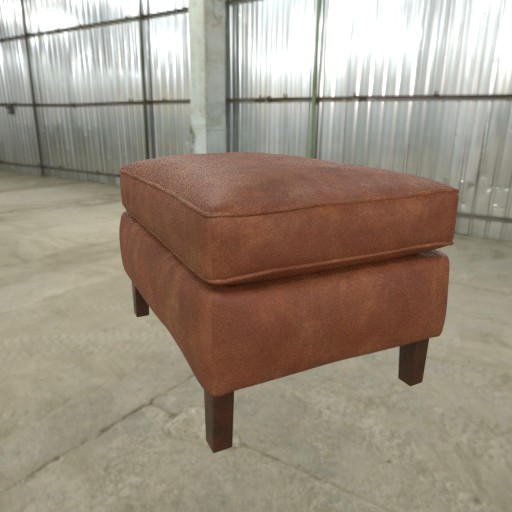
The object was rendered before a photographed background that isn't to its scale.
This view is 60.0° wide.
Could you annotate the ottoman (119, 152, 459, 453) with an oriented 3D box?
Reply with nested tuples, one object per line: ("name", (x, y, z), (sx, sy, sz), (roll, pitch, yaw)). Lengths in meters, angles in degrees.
("ottoman", (0.000, 0.000, 0.973), (0.501, 0.418, 0.665), (-8, 19, -25))
